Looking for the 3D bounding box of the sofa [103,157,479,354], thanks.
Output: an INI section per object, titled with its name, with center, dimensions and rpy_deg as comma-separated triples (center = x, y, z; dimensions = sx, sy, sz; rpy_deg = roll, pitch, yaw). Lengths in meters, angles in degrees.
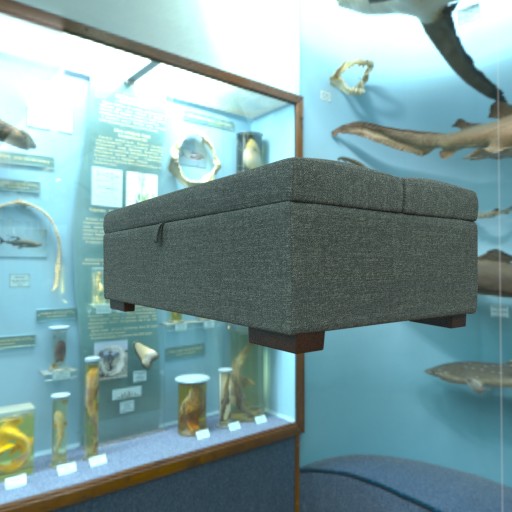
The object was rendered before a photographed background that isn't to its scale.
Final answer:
[sofa]
center = 0.000, 0.000, 1.573
dimensions = 0.782, 0.417, 1.198
rpy_deg = 1, -1, -36
